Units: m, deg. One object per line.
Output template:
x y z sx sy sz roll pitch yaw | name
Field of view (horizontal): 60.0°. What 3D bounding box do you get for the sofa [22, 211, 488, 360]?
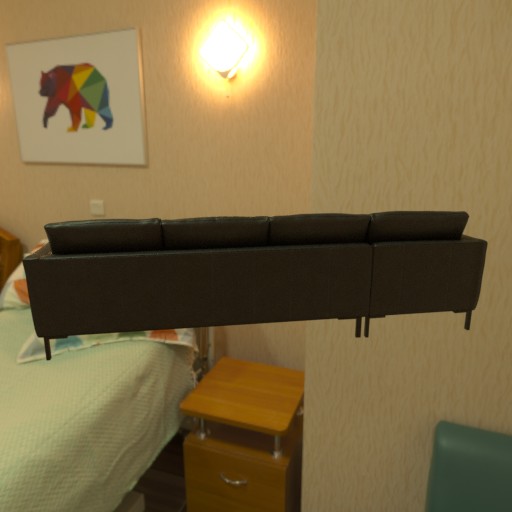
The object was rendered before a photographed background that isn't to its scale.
0.000 0.000 3.539 2.993 0.859 1.471 -2 15 -9 | sofa
